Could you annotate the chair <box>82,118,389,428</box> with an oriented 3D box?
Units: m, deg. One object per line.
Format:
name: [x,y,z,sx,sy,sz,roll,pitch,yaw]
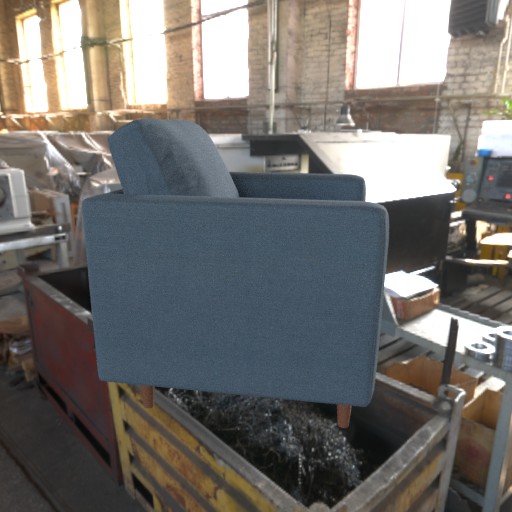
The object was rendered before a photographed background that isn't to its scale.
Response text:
chair: [0.000,0.000,1.556,0.820,0.922,0.855,2,16,9]
